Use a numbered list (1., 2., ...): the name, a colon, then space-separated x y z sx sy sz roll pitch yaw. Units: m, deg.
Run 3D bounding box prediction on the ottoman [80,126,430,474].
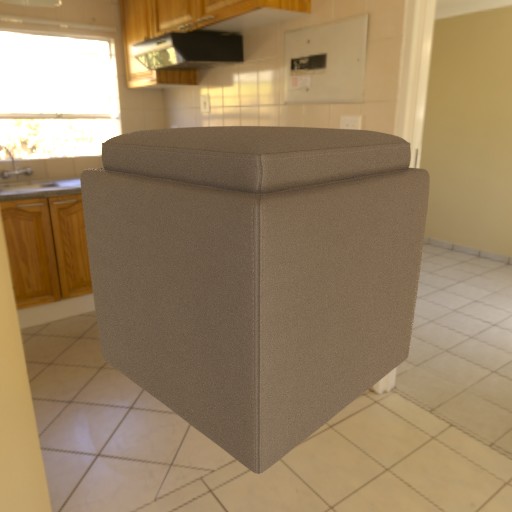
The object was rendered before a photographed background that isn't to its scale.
1. ottoman: 0.000 0.000 0.818 0.451 0.460 0.450 16 24 42
